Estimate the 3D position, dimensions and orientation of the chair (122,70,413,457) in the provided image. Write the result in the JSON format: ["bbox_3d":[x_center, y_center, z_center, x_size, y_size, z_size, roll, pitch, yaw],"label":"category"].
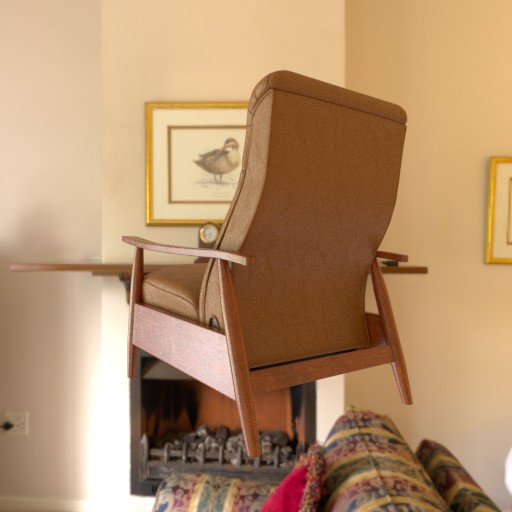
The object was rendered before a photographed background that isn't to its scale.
[{"bbox_3d":[0.000,0.000,1.805,0.762,1.082,1.014,-1,1,-36],"label":"chair"}]
